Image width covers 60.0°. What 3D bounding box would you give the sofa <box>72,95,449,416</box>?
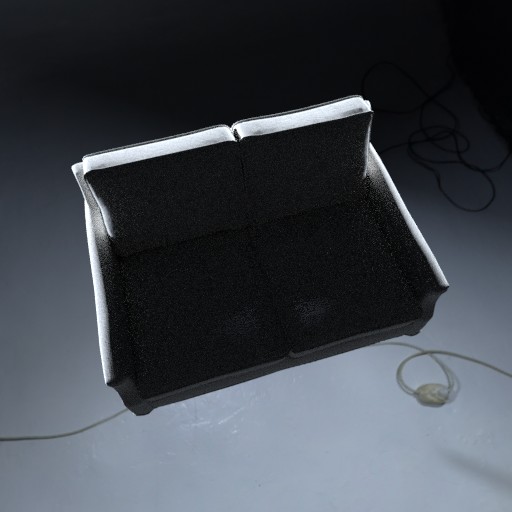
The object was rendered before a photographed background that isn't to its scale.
[{"bbox_3d":[0.000,0.000,2.253,1.597,1.003,1.084,-14,64,-7],"label":"sofa"}]
